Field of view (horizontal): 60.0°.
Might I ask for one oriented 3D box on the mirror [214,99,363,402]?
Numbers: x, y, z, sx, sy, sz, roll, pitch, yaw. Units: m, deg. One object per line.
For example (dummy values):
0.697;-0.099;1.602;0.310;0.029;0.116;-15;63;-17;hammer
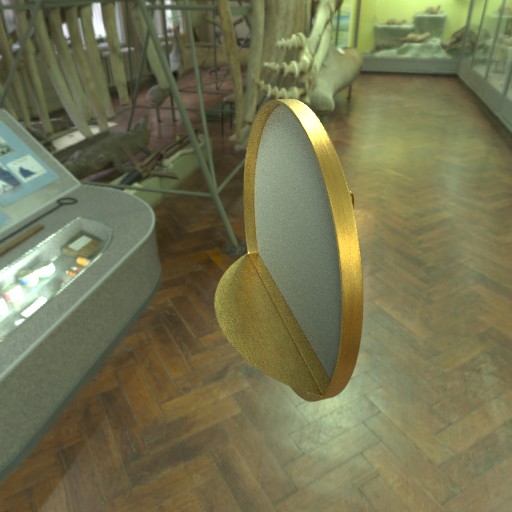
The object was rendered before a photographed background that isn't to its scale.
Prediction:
0.000;0.000;0.692;0.133;0.457;0.457;-8;31;-13;mirror
